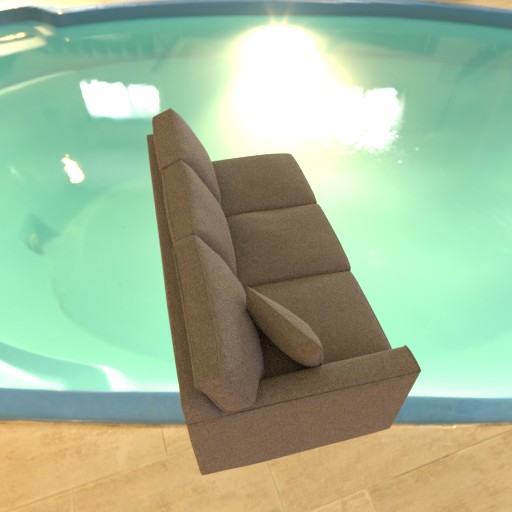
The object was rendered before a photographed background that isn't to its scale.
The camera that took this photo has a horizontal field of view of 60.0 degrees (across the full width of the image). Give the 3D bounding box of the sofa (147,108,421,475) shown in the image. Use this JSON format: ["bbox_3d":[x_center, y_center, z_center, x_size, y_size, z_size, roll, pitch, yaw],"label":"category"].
[{"bbox_3d":[0.000,0.000,2.562,1.034,0.946,1.963,-10,47,-9],"label":"sofa"}]
